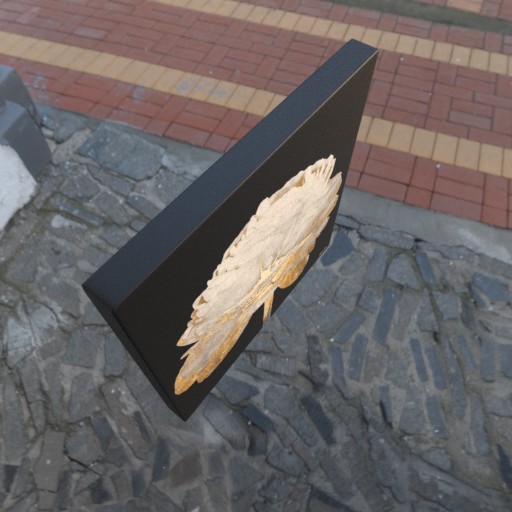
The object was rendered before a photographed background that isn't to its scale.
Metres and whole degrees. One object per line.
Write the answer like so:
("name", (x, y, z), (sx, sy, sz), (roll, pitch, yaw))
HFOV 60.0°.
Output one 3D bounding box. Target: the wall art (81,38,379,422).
("wall art", (0.000, 0.000, 0.593), (0.041, 0.407, 0.406), (33, 64, 19))
